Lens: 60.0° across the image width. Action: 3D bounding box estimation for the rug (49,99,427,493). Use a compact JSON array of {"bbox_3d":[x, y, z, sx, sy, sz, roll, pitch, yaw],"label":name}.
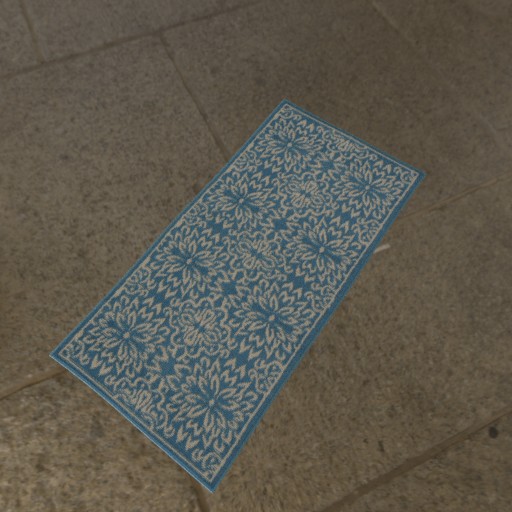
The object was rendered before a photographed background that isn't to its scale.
[{"bbox_3d":[0.000,0.000,1.418,0.604,0.007,1.219,33,69,15],"label":"rug"}]
